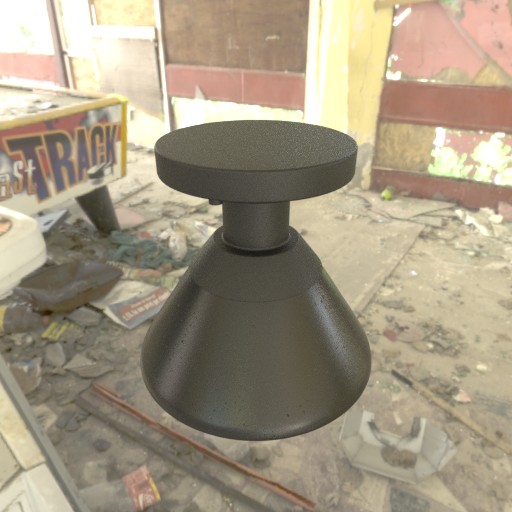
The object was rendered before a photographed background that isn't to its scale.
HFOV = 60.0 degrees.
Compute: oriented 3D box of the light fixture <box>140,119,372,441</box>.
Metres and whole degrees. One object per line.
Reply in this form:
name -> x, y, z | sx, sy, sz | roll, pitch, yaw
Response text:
light fixture -> 0.000, 0.000, 0.351 | 0.200, 0.183, 0.200 | 0, 29, 0
